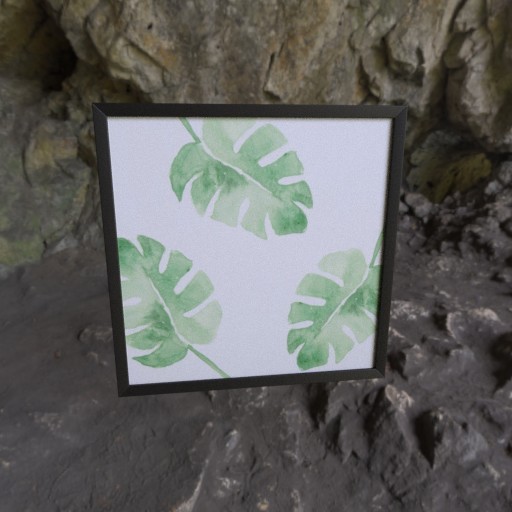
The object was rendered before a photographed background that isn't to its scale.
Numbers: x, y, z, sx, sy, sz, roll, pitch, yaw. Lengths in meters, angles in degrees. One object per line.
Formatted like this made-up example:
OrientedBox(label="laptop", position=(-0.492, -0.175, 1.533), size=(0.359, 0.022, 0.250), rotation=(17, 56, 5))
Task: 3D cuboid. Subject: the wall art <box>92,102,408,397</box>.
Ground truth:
OrientedBox(label="wall art", position=(0.000, 0.000, 1.182), size=(0.765, 0.765, 0.038), rotation=(-2, 15, -7))
